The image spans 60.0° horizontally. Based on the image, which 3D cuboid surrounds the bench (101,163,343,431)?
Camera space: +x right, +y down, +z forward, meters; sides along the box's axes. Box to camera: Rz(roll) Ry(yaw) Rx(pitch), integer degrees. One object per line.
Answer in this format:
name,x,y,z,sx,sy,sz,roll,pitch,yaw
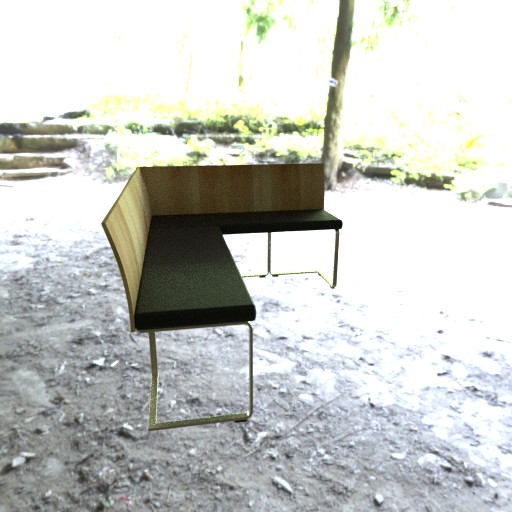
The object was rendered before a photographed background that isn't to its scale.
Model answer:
bench,0.000,0.000,2.766,1.495,0.930,1.945,-3,18,-10
